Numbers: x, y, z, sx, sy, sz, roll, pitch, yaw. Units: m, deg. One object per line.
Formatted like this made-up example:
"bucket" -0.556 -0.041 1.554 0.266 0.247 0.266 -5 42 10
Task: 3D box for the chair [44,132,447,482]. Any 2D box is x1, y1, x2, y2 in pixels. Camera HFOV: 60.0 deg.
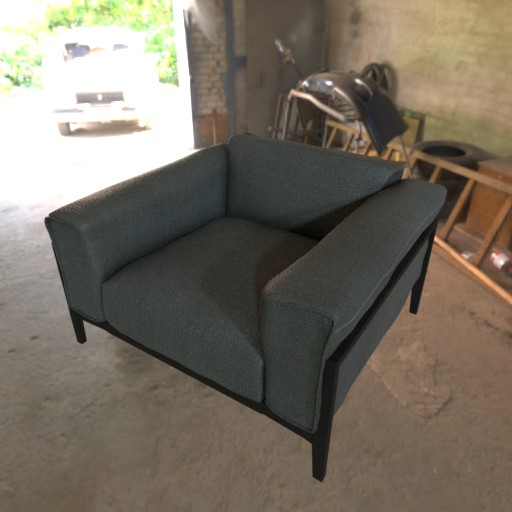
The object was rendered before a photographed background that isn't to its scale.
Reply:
"chair" 0.000 0.000 1.616 1.056 0.646 0.969 18 35 28
